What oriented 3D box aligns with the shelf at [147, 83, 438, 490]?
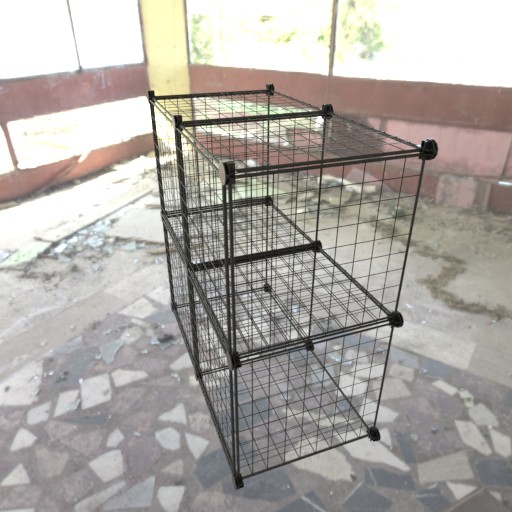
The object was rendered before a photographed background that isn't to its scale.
[{"bbox_3d":[0.000,0.000,1.110,0.356,0.711,0.711,-10,30,-18],"label":"shelf"}]
